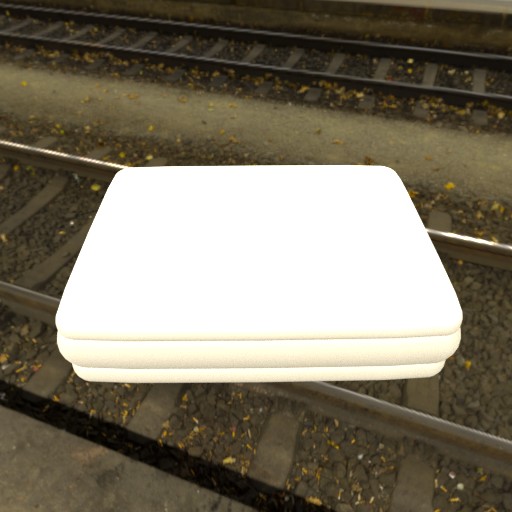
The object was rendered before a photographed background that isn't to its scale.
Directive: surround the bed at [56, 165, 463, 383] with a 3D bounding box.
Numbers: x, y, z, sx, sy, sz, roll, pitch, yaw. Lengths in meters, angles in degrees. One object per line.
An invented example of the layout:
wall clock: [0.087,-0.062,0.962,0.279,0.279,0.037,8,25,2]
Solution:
bed: [0.000,0.000,2.686,2.036,0.460,1.520,-1,41,-1]
